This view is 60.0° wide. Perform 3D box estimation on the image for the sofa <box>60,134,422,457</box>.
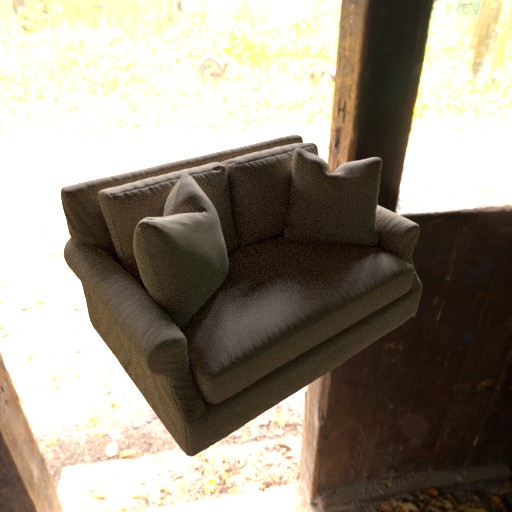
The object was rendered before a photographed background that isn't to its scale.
[{"bbox_3d":[0.000,0.000,2.182,1.550,0.905,1.070,-22,37,-32],"label":"sofa"}]
